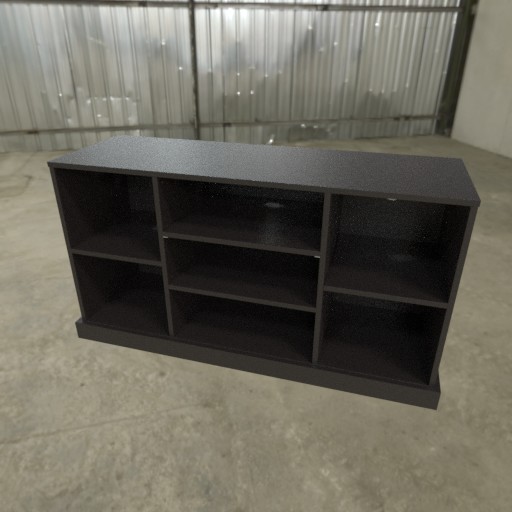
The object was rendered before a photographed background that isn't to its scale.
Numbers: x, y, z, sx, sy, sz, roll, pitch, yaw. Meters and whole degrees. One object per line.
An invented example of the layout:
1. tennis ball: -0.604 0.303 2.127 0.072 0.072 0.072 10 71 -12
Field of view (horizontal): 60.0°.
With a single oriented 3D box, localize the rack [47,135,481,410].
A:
1. rack: 0.000 0.000 1.459 1.206 0.635 0.399 8 28 14
